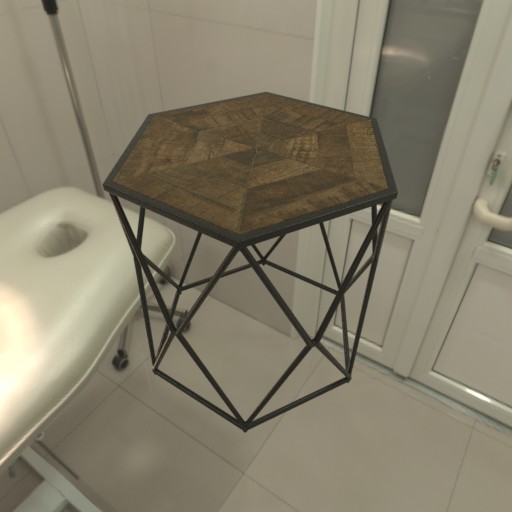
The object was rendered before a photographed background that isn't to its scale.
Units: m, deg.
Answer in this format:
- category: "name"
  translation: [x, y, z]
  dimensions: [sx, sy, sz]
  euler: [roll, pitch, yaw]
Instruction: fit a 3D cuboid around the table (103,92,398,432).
- category: "table"
  translation: [0.000, 0.000, 1.053]
  dimensions: [0.578, 0.564, 0.579]
  euler: [24, 46, 25]
